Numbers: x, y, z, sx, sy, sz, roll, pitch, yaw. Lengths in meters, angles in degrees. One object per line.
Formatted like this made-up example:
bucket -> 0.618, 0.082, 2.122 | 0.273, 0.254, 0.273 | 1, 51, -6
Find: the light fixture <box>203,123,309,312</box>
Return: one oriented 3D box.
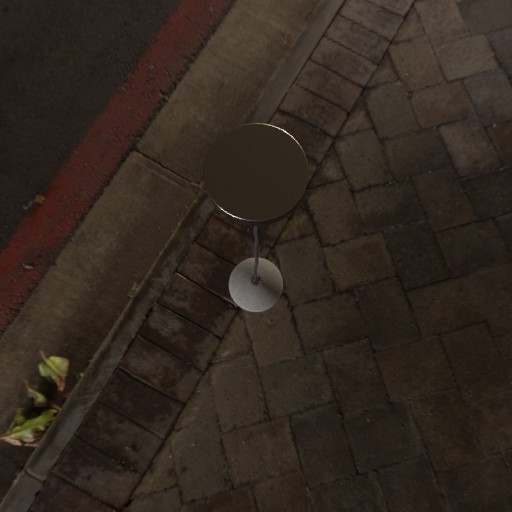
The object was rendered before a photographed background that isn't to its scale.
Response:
light fixture -> 0.000, 0.000, 0.834 | 0.139, 0.764, 0.139 | -27, 78, -6
